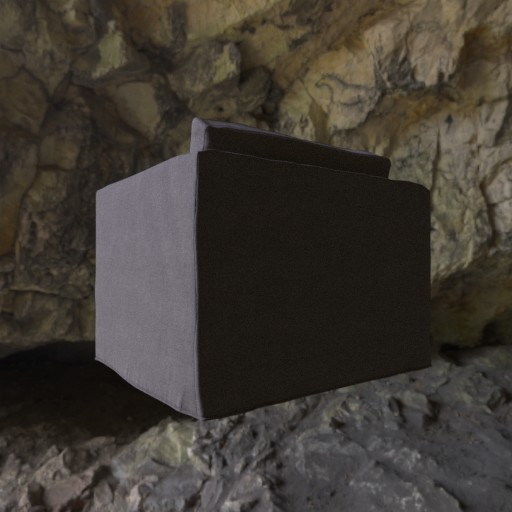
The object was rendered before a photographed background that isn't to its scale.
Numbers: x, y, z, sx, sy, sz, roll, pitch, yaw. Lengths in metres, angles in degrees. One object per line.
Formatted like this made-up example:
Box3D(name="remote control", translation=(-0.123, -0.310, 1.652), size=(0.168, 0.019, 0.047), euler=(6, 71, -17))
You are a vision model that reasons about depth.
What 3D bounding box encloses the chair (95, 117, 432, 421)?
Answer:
Box3D(name="chair", translation=(0.000, 0.000, 1.796), size=(1.057, 0.863, 0.949), euler=(0, 0, -35))
